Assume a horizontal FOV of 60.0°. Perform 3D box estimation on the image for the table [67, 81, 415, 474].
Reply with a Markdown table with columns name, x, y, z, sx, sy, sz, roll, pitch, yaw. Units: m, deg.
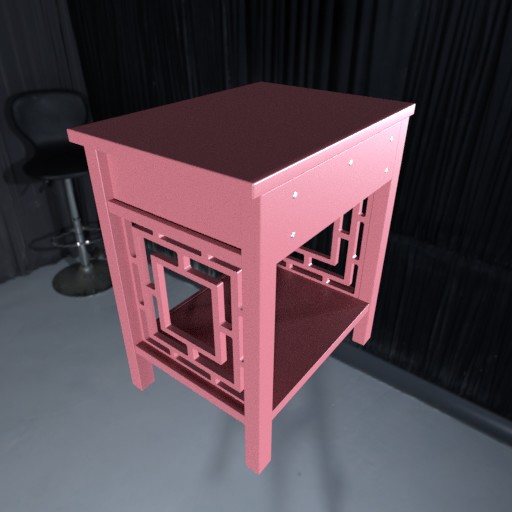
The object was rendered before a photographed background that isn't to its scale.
| name | x | y | z | sx | sy | sz | roll | pitch | yaw |
| --- | --- | --- | --- | --- | --- | --- | --- | --- | --- |
| table | 0.000 | 0.000 | 1.096 | 0.451 | 0.686 | 0.599 | 22 | 38 | 31 |
